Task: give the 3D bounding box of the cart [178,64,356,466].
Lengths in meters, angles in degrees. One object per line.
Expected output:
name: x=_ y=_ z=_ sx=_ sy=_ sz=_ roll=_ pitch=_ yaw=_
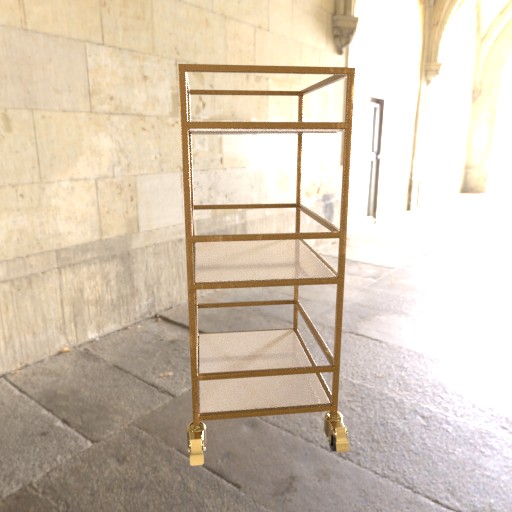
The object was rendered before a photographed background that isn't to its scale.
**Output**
cart: x=0.000 y=0.000 z=1.019 sx=0.332 sy=0.761 sz=0.483 roll=-2 pitch=15 yaw=-7
